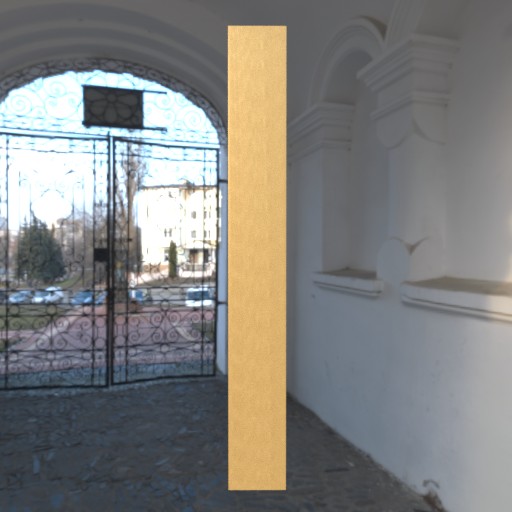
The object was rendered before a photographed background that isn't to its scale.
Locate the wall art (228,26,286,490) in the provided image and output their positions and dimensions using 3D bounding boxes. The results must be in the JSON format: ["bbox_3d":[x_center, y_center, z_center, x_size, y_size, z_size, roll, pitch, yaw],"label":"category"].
[{"bbox_3d":[0.000,0.000,0.443,0.038,0.305,0.304,0,1,0],"label":"wall art"}]
